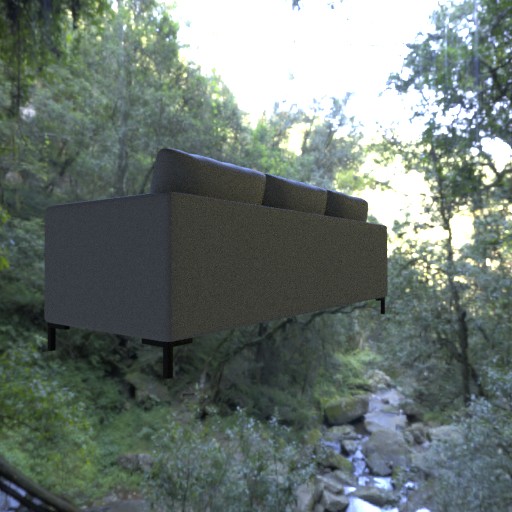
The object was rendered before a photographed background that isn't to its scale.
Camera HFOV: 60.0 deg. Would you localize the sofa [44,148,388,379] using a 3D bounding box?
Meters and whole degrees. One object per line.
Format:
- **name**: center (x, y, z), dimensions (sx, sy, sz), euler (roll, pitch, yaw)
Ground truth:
- **sofa**: center (0.000, 0.000, 2.695), dimensions (0.859, 0.874, 2.218), euler (0, 0, 36)
